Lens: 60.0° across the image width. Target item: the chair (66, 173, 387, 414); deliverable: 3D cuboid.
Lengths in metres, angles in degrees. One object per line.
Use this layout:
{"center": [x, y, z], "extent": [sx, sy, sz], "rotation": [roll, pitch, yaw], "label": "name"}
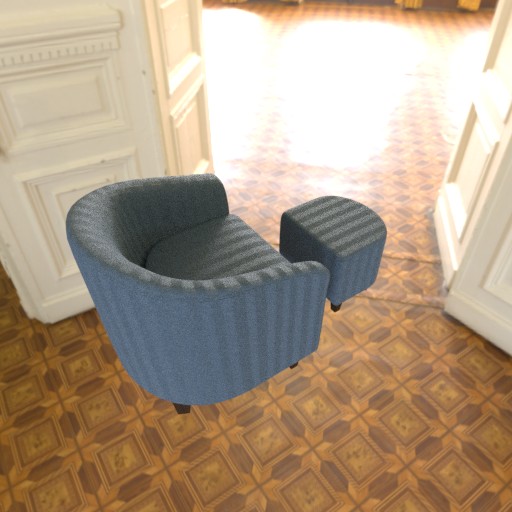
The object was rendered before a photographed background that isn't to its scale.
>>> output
{"center": [0.000, 0.000, 1.775], "extent": [1.288, 0.757, 0.756], "rotation": [-24, 47, -25], "label": "chair"}
